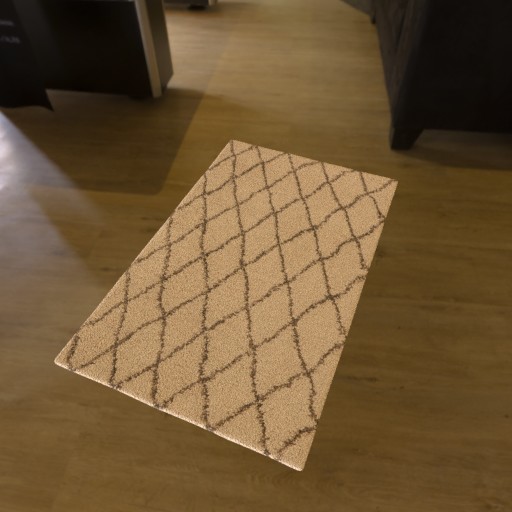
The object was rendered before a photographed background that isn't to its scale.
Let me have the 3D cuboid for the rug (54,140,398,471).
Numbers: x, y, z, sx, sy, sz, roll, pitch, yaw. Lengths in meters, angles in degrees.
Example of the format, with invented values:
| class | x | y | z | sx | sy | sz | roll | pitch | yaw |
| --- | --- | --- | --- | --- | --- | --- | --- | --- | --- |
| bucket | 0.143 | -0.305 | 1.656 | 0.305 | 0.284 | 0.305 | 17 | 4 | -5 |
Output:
| class | x | y | z | sx | sy | sz | roll | pitch | yaw |
| --- | --- | --- | --- | --- | --- | --- | --- | --- | --- |
| rug | 0.000 | 0.000 | 3.117 | 1.524 | 0.030 | 2.438 | 18 | 51 | 15 |
